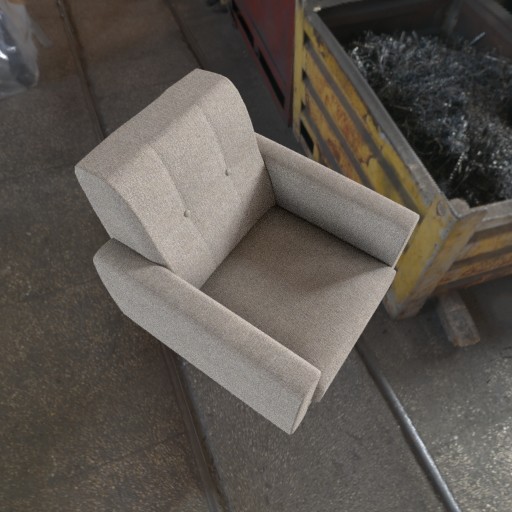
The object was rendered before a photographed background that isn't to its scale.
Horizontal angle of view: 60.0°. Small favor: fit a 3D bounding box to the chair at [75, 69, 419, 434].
[{"bbox_3d":[0.000,0.000,1.692,0.942,0.968,0.845,31,63,18],"label":"chair"}]
